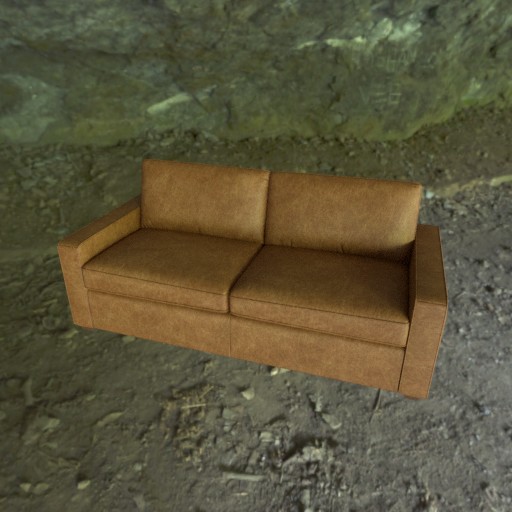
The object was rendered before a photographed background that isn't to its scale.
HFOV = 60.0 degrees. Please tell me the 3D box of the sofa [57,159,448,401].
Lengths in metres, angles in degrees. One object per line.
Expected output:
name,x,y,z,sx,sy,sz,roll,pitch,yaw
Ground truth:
sofa,0.000,0.000,2.709,2.156,0.928,0.991,8,28,16
